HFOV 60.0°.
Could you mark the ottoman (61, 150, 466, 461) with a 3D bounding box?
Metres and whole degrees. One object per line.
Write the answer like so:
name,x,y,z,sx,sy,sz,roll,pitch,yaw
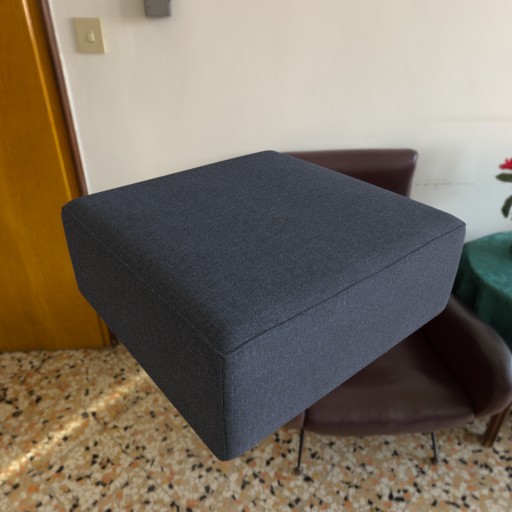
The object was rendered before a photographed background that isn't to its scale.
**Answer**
ottoman,0.000,0.000,1.563,1.000,0.439,1.000,-23,37,-33
